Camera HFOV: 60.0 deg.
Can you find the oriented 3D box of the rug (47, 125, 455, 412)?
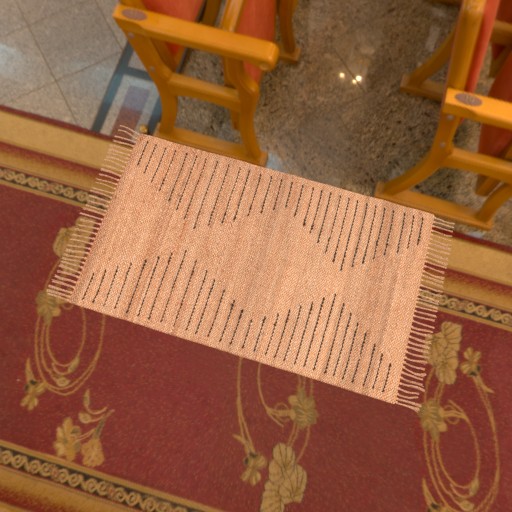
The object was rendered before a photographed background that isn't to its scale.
[{"bbox_3d":[0.000,0.000,2.036,1.718,0.017,0.905,16,75,4],"label":"rug"}]
